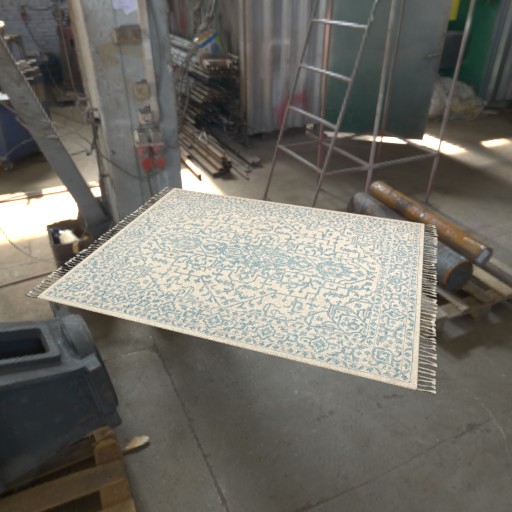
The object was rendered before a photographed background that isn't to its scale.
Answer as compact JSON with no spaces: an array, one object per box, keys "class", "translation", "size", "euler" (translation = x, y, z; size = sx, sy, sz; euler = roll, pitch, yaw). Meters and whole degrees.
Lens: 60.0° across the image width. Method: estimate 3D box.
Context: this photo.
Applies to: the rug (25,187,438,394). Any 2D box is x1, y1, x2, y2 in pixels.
[{"class":"rug","translation":[0.000,0.000,4.275],"size":[3.327,0.010,2.464],"euler":[10,33,16]}]
